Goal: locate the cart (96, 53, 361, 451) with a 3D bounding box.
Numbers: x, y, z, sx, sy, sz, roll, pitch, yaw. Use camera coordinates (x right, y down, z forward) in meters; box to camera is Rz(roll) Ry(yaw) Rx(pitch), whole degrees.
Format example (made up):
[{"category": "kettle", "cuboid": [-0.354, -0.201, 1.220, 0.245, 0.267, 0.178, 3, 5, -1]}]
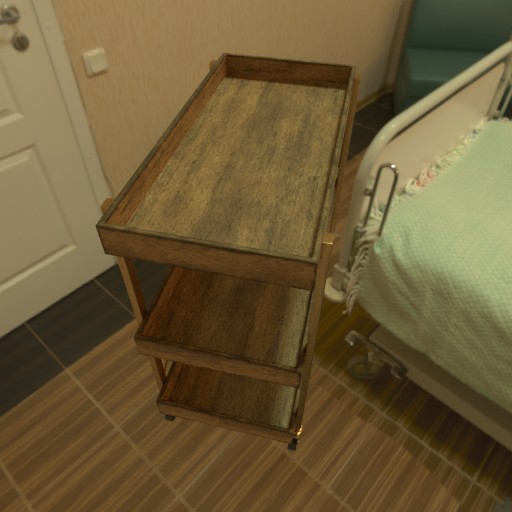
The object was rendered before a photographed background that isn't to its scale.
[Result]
[{"category": "cart", "cuboid": [0.000, 0.000, 1.242, 0.416, 0.799, 0.750, 10, 46, 9]}]
